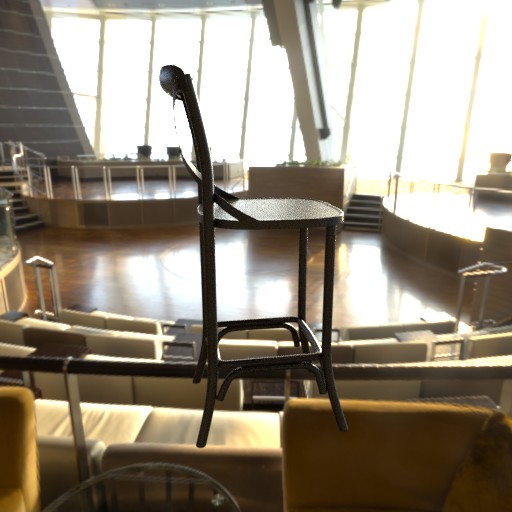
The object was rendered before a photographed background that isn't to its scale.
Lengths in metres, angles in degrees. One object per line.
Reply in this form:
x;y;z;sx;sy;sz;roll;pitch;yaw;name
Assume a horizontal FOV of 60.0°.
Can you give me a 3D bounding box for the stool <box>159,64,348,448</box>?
0.000;0.000;1.511;0.584;1.168;0.457;-3;16;-9;stool
